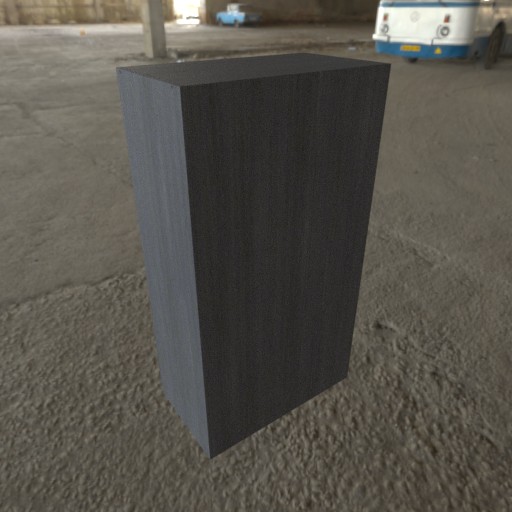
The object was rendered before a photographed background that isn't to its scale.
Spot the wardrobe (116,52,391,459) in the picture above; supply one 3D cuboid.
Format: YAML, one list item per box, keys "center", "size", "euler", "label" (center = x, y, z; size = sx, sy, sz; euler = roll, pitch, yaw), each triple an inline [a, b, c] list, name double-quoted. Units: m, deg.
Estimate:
- center: [0.000, 0.000, 2.270]
  size: [0.991, 1.808, 0.577]
  euler: [-20, 35, -30]
  label: "wardrobe"
